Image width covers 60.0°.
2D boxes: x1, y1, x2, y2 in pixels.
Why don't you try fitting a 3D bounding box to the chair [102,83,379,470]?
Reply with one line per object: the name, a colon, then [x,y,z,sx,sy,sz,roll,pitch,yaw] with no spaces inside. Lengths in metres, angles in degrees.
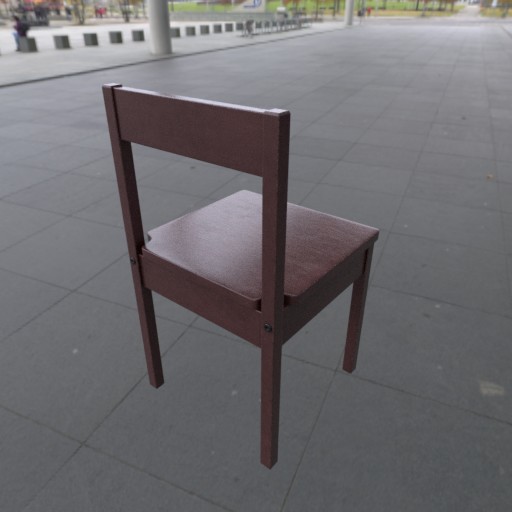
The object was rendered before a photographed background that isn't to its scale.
chair: [0.000,0.000,0.905,0.367,0.668,0.361,21,36,33]
